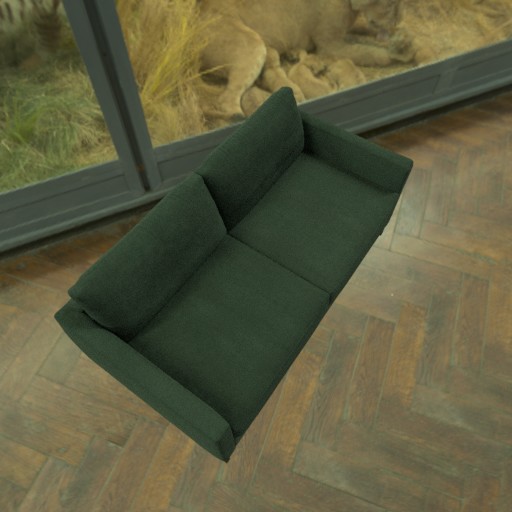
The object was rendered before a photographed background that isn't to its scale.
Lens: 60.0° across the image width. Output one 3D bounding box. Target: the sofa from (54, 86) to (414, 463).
[{"bbox_3d":[0.000,0.000,2.199,0.875,0.817,1.676,31,63,18],"label":"sofa"}]
